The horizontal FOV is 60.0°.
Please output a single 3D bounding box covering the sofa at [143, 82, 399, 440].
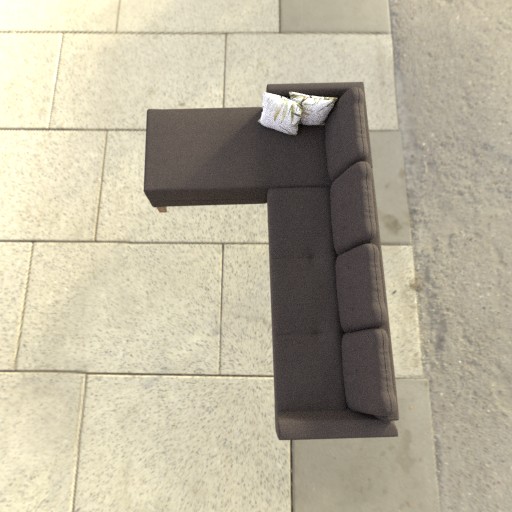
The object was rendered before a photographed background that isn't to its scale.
[{"bbox_3d":[0.000,0.000,3.503,1.829,0.932,2.679,-2,75,0],"label":"sofa"}]
